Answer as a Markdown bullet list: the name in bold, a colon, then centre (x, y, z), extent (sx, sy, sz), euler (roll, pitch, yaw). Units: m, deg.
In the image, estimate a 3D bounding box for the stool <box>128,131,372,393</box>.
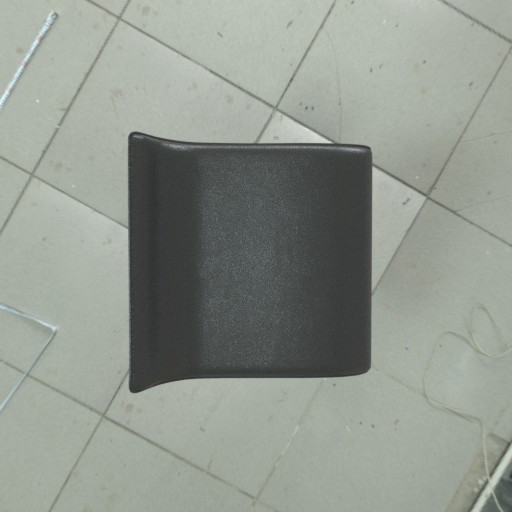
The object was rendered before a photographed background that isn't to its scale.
- **stool**: centre (0.000, 0.000, 1.052), extent (0.381, 0.851, 0.381), euler (0, 91, -1)
